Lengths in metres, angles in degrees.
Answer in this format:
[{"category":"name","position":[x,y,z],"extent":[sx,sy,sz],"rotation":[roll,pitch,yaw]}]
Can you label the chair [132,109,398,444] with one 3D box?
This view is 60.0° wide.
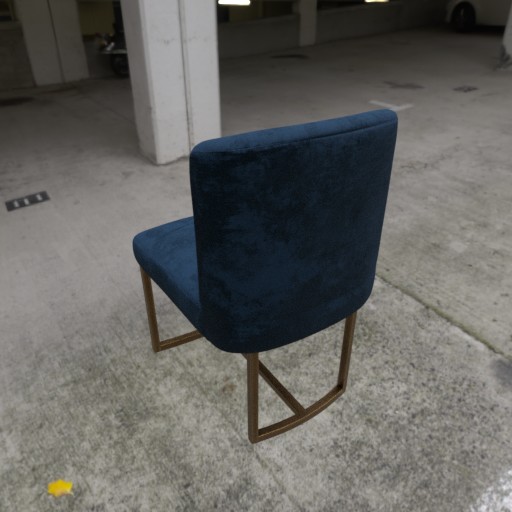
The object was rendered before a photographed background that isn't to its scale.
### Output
[{"category":"chair","position":[0.000,0.000,1.213],"extent":[0.530,0.824,0.560],"rotation":[-18,35,-28]}]
